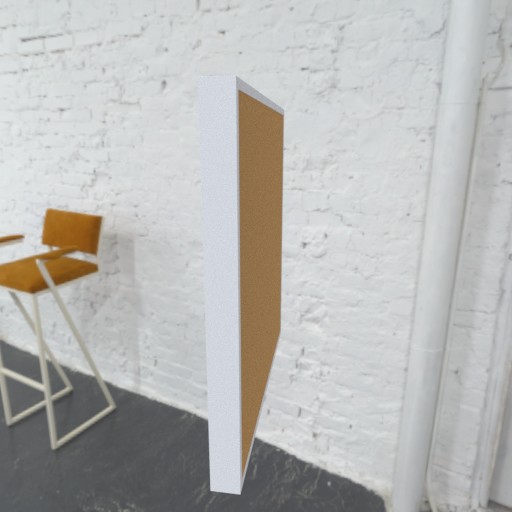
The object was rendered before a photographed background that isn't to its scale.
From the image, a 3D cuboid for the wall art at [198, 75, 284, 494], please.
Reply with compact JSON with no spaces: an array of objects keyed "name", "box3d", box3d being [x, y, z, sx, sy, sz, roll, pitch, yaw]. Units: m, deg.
[{"name":"wall art","box3d":[0.000,0.000,0.758,0.040,0.509,0.509,2,15,9]}]
